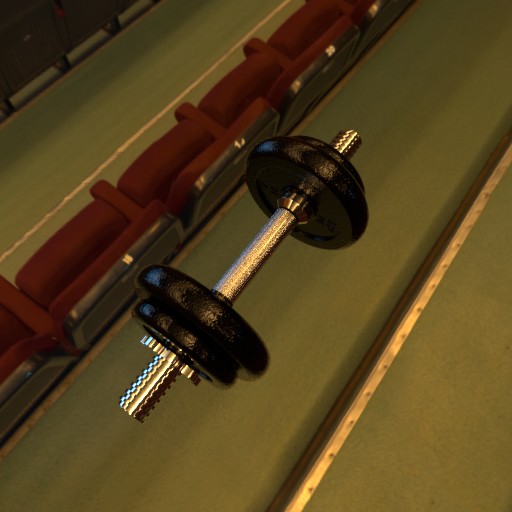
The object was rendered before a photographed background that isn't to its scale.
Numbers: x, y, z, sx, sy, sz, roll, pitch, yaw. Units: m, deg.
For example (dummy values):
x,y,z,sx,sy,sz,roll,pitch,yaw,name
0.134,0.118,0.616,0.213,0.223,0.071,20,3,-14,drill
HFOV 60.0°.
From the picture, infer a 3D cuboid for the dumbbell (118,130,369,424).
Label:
x,y,z,sx,sy,sz,roll,pitch,yaw,name
0.000,0.000,0.598,0.202,0.202,0.497,33,69,15,dumbbell
